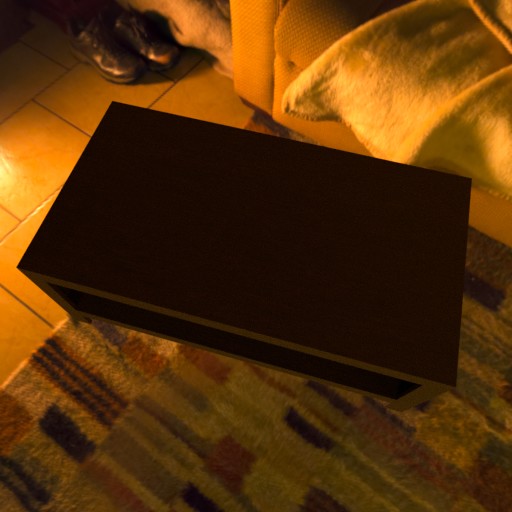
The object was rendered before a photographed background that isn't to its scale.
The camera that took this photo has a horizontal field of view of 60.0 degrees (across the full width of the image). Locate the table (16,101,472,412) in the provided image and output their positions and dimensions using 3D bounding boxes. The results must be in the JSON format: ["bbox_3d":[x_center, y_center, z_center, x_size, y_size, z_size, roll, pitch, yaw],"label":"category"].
[{"bbox_3d":[0.000,0.000,1.378,1.099,0.424,0.597,14,64,7],"label":"table"}]
